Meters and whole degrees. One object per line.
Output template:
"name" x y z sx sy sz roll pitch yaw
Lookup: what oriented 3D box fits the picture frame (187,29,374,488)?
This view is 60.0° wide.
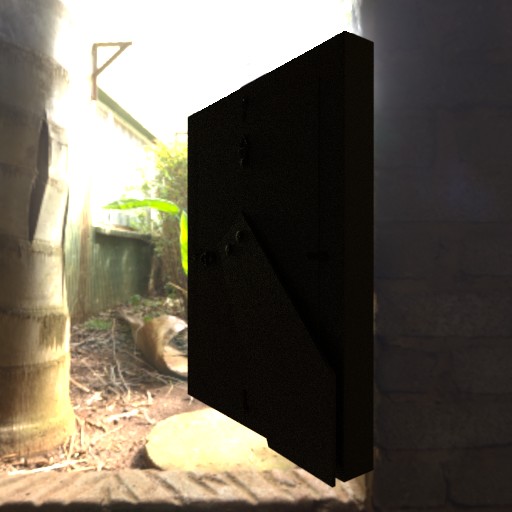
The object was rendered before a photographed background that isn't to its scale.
"picture frame" 0.000 0.000 0.271 0.028 0.208 0.157 0 0 -36
